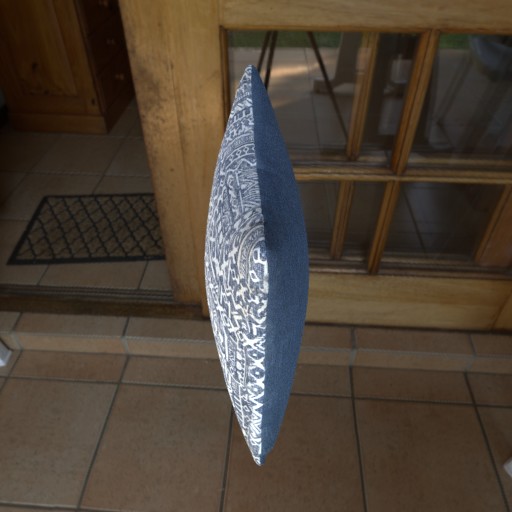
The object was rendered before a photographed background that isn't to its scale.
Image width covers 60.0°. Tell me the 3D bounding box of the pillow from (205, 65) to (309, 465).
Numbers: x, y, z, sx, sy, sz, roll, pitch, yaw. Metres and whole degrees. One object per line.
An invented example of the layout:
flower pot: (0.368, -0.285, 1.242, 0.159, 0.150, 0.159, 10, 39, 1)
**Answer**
pillow: (0.000, 0.000, 0.793, 0.180, 0.487, 0.546, -1, 42, -1)
